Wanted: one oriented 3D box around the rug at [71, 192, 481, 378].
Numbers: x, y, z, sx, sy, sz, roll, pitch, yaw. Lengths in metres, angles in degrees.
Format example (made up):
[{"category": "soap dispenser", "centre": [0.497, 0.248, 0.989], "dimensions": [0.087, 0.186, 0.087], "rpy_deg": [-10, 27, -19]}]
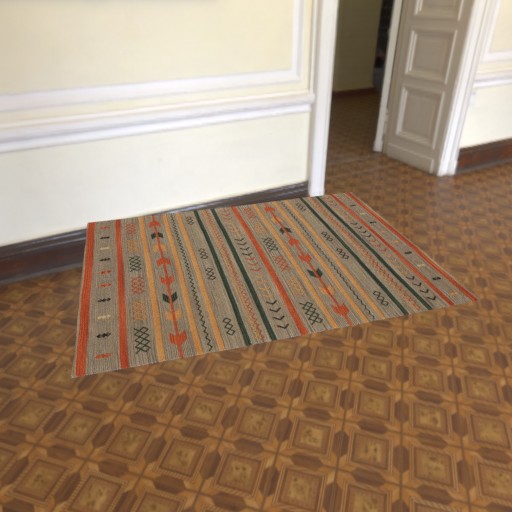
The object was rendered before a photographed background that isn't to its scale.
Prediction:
[{"category": "rug", "centre": [0.000, 0.000, 4.038], "dimensions": [3.029, 0.022, 2.263], "rpy_deg": [-8, 32, -13]}]
